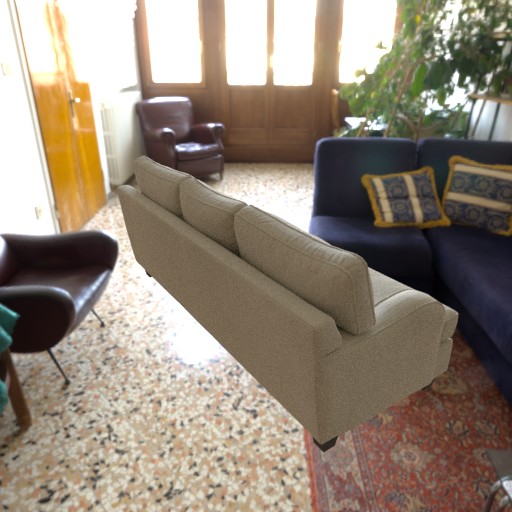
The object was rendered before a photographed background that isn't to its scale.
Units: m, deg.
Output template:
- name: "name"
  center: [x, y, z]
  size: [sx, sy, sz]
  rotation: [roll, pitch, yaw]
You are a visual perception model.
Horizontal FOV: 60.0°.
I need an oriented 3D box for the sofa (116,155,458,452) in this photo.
- name: "sofa"
  center: [0.000, 0.000, 2.863]
  size: [1.016, 0.991, 2.323]
  rotation: [-16, 29, -31]
